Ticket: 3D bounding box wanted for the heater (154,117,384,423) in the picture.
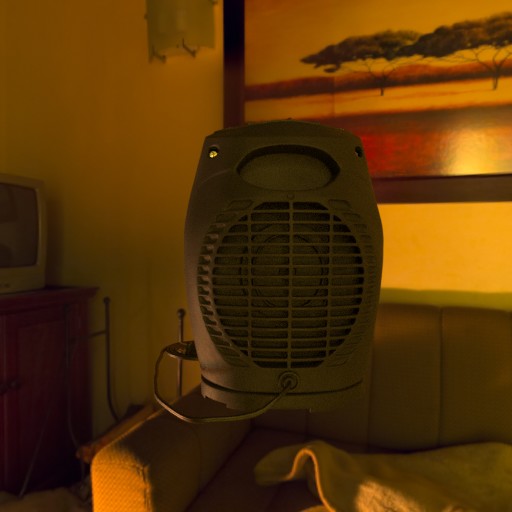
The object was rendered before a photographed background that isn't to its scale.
[{"bbox_3d":[0.000,0.000,0.480,0.239,0.255,0.291,0,1,-1],"label":"heater"}]
